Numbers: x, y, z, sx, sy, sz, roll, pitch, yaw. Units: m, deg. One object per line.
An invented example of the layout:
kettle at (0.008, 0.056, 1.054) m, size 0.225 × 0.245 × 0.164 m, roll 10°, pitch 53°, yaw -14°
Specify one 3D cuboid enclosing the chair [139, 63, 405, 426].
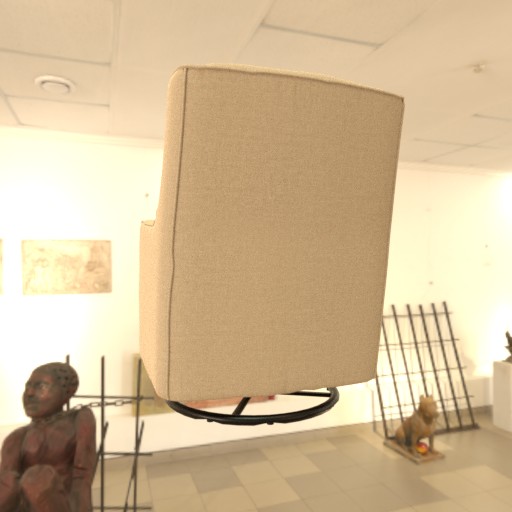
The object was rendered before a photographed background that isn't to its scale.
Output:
chair at (0.000, 0.000, 1.551) m, size 0.732 × 0.993 × 0.879 m, roll 0°, pitch -1°, yaw -19°
